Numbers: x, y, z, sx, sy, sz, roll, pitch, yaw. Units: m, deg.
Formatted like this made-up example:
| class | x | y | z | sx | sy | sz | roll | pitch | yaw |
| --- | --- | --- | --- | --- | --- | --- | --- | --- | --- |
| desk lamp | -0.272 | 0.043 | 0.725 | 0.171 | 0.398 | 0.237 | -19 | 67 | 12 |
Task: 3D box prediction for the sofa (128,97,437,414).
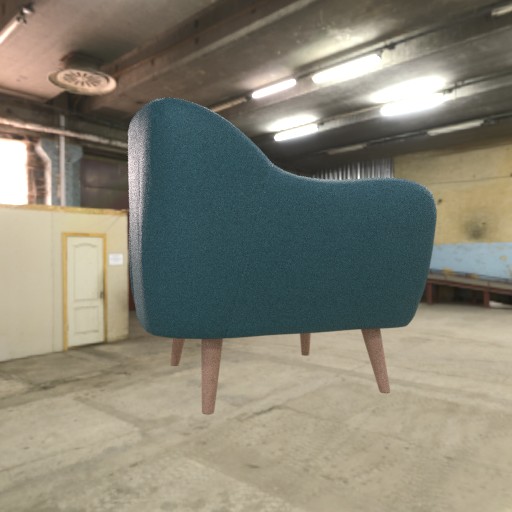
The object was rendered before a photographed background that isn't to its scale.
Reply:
| class | x | y | z | sx | sy | sz | roll | pitch | yaw |
| --- | --- | --- | --- | --- | --- | --- | --- | --- | --- |
| sofa | 0.000 | 0.000 | 1.488 | 0.825 | 0.817 | 0.836 | 0 | 0 | -19 |
